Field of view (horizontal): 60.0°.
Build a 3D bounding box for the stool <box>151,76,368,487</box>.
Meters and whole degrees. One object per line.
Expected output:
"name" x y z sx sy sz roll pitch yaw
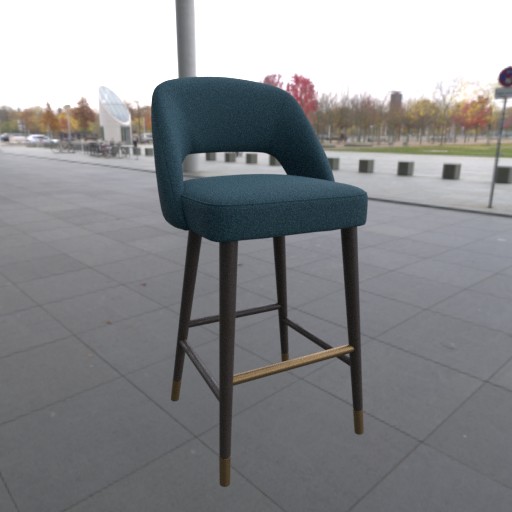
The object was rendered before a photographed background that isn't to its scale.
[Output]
"stool" 0.000 0.000 1.305 0.536 1.032 0.522 -8 17 -27
